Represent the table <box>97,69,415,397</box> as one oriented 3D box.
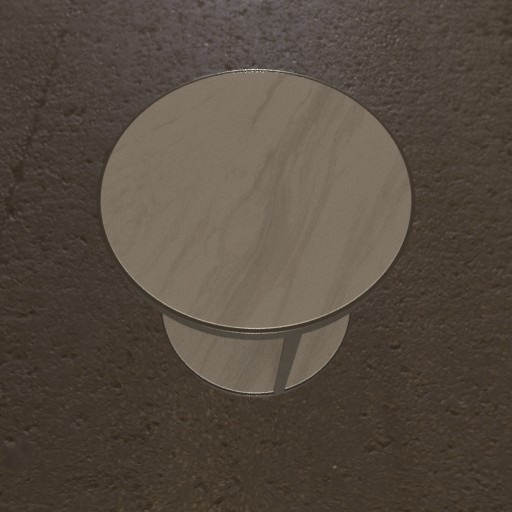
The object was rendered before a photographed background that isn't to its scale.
[{"bbox_3d":[0.000,0.000,0.840,0.445,0.479,0.445,0,63,0],"label":"table"}]
